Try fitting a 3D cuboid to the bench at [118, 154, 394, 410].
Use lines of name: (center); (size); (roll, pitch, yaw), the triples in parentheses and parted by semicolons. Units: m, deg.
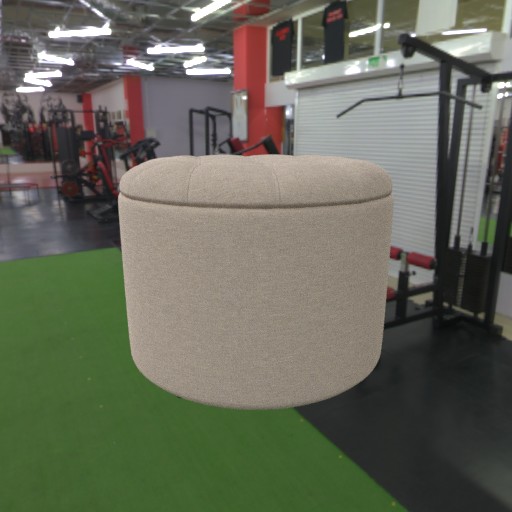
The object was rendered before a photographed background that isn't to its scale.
bench: (0.000, 0.000, 1.042); (0.600, 0.454, 0.600); (0, 15, 0)
